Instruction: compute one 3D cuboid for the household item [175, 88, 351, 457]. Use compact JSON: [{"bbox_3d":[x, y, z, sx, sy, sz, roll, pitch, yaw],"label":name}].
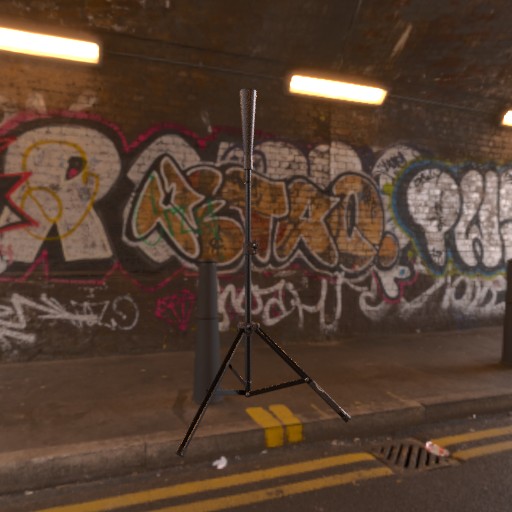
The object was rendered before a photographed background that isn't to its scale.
[{"bbox_3d":[0.000,0.000,1.387,0.559,1.067,0.559,0,0,18],"label":"household item"}]
